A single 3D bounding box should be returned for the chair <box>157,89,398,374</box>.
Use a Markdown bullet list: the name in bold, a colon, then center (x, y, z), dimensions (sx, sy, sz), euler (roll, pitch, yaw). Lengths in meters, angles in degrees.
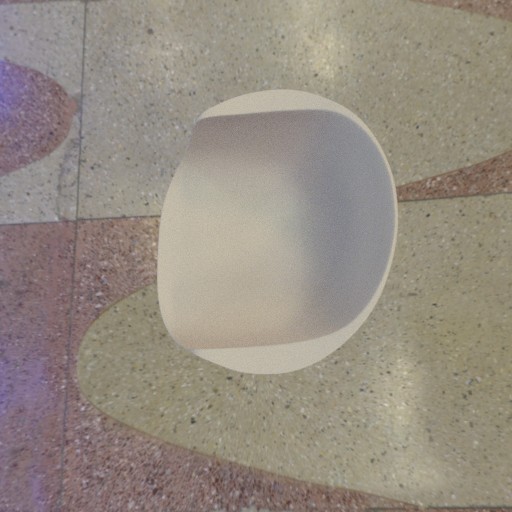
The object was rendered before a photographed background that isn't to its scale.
- **chair**: center (0.000, 0.000, 1.167), dimensions (0.504, 0.781, 0.593), euler (-1, 76, 0)
